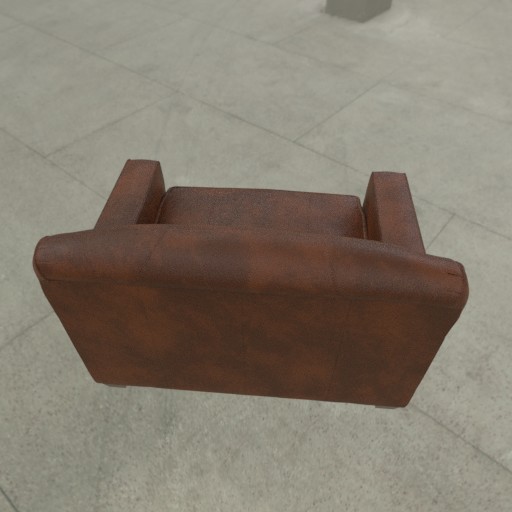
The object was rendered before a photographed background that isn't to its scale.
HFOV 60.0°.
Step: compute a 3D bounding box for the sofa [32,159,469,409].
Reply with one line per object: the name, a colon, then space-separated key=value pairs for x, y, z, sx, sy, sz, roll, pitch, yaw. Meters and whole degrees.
sofa: x=0.000 y=0.000 z=1.983 sx=1.413 sy=0.956 sz=1.000 roll=4 pitch=47 yaw=3
